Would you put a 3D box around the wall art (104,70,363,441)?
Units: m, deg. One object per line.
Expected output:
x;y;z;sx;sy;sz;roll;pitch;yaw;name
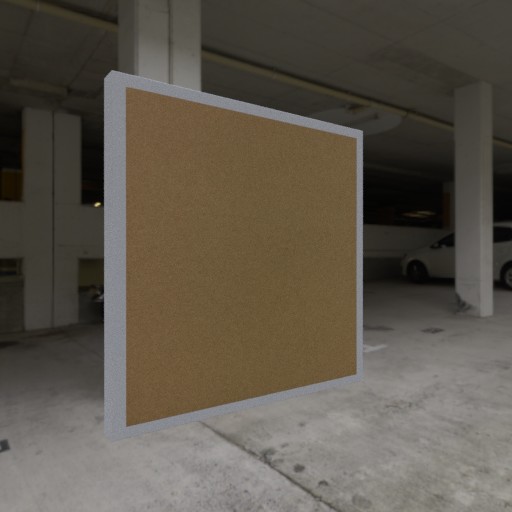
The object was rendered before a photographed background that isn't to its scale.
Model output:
0.000;0.000;0.767;0.508;0.507;0.035;0;0;-36;wall art
